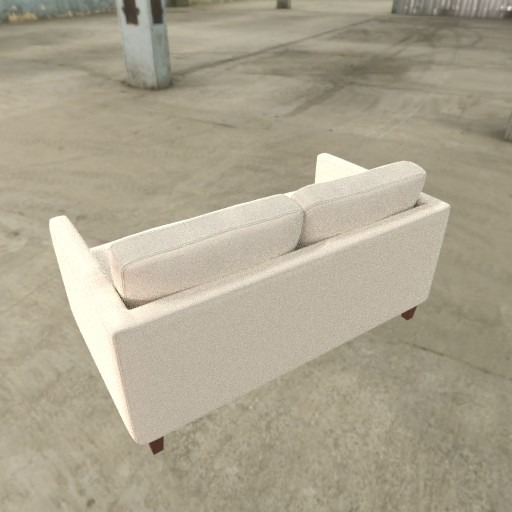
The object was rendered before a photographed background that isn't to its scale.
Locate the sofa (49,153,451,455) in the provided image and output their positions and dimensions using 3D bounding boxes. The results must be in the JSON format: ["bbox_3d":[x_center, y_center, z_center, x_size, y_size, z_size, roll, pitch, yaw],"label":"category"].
[{"bbox_3d":[0.000,0.000,2.215,1.702,0.888,0.964,-19,37,-28],"label":"sofa"}]
